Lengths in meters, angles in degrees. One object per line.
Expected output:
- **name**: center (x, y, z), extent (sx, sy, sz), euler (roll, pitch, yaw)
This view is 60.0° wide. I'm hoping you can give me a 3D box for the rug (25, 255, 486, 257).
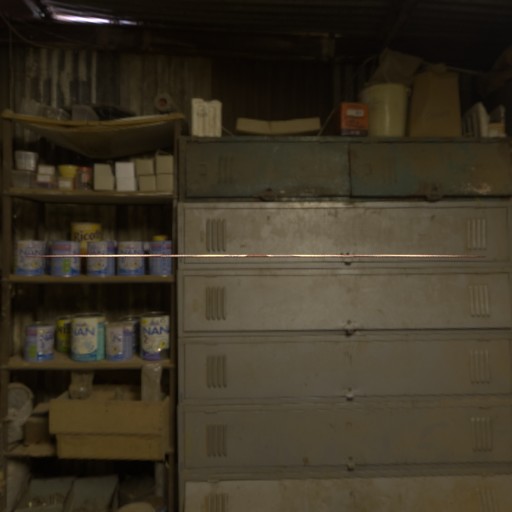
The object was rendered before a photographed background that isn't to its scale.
- **rug**: center (0.000, 0.000, 2.742), extent (2.437, 0.006, 0.792), euler (0, 1, 0)
